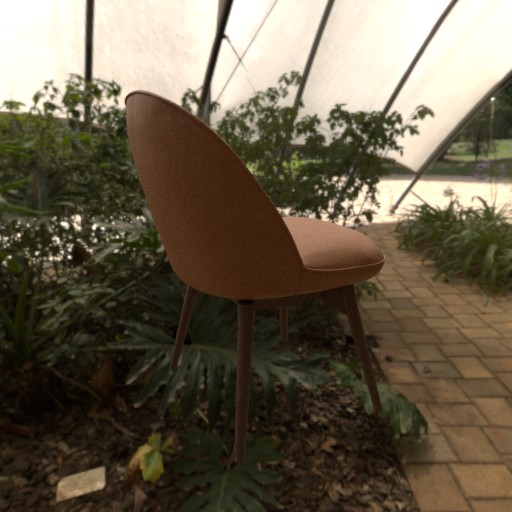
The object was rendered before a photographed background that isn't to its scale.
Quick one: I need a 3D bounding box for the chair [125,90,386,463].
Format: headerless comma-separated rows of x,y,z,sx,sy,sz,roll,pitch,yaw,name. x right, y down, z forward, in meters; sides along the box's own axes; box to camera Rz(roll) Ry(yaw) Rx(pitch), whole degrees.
0.000,0.000,1.227,0.631,0.831,0.521,-8,16,-27,chair
